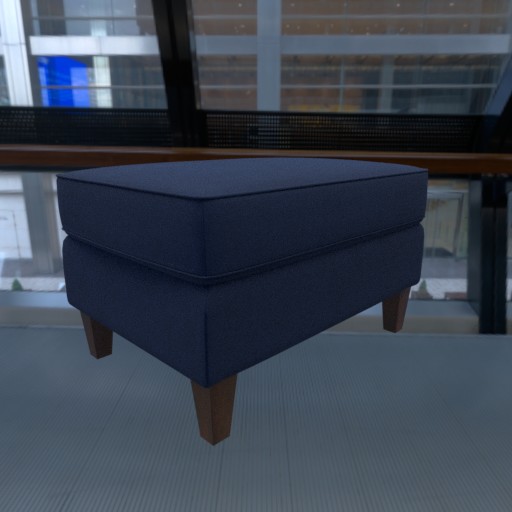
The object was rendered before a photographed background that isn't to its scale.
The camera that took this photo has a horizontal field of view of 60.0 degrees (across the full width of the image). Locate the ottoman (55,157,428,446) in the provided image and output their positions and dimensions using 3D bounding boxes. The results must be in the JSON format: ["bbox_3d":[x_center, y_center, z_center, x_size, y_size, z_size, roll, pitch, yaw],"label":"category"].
[{"bbox_3d":[0.000,0.000,1.391,0.686,0.584,0.965,15,21,43],"label":"ottoman"}]
